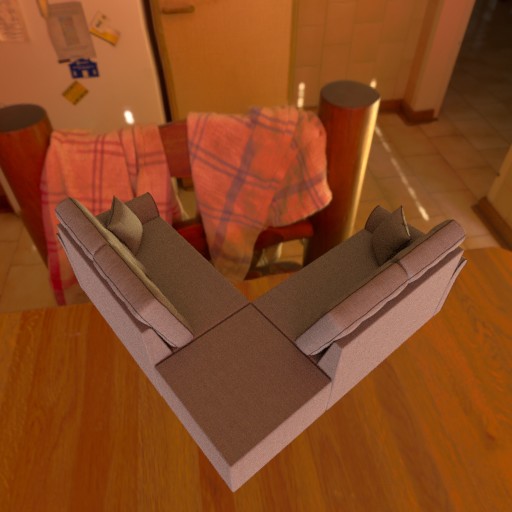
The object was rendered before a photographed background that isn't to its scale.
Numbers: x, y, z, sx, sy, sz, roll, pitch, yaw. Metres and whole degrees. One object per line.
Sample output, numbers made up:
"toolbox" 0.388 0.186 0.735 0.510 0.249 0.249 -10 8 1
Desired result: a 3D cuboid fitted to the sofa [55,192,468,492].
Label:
"sofa" 0.000 0.000 3.202 2.068 0.988 2.070 -31 53 -27
